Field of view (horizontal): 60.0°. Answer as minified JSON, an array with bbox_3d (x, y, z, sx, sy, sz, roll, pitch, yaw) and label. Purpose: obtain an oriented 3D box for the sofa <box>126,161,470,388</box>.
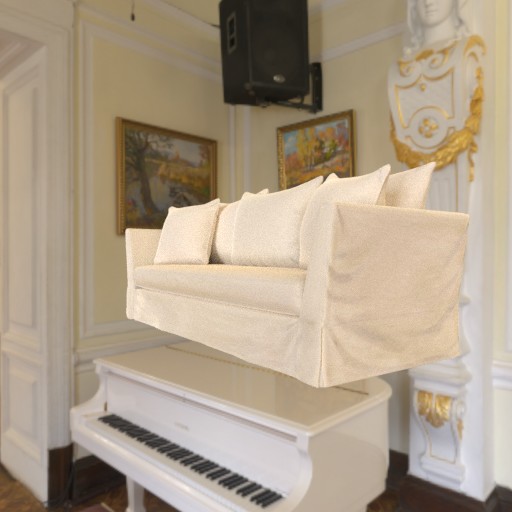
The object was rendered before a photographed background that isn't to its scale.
[{"bbox_3d":[0.000,0.000,3.019,1.030,1.042,2.484,0,0,-35],"label":"sofa"}]
